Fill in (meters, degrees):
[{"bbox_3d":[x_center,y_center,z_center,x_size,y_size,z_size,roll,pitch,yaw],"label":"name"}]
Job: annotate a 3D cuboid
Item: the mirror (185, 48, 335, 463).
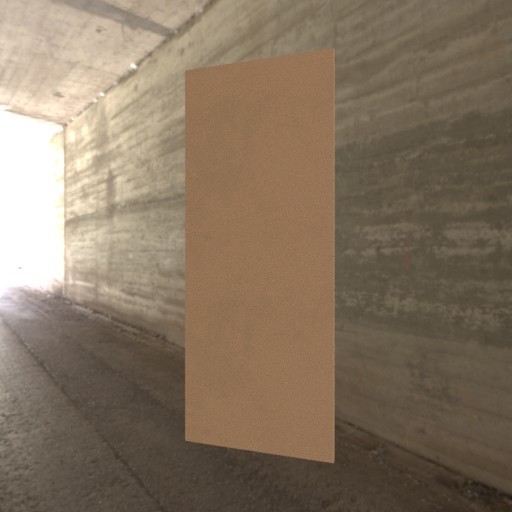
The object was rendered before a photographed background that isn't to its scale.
[{"bbox_3d":[0.000,0.000,2.313,0.812,2.031,0.026,0,0,19],"label":"mirror"}]
